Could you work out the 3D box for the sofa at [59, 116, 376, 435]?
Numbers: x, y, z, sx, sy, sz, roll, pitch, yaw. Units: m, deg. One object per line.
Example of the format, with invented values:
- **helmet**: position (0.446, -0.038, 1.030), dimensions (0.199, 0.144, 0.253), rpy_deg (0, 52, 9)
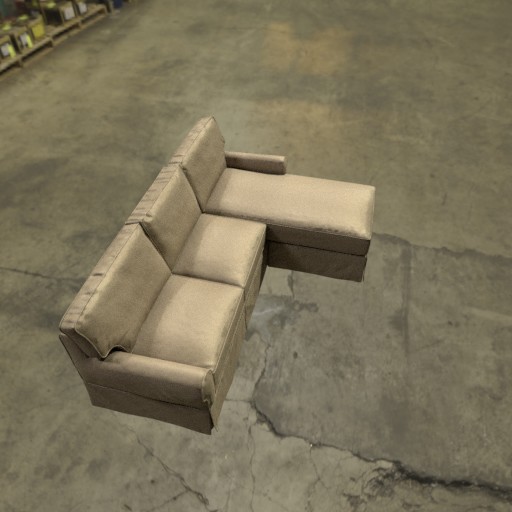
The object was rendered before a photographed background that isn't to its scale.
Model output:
- **sofa**: position (0.000, 0.000, 3.374), dimensions (1.733, 0.978, 2.475), rpy_deg (10, 46, 10)
